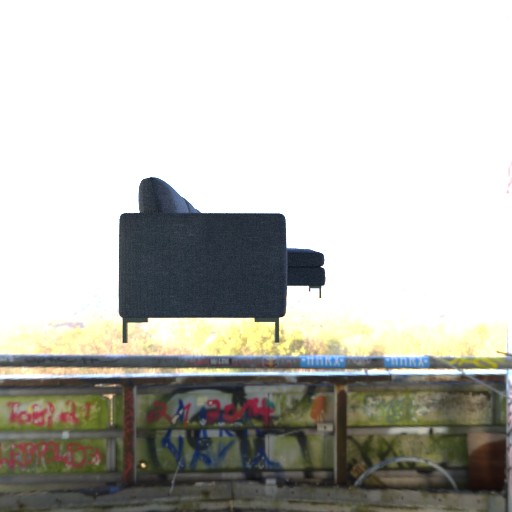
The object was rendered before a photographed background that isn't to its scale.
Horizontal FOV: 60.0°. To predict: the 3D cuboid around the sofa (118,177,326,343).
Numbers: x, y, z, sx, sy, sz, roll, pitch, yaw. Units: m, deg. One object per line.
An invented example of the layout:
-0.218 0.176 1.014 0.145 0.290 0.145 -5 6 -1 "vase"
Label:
0.000 0.000 3.519 1.350 0.810 2.932 0 0 -1 "sofa"
